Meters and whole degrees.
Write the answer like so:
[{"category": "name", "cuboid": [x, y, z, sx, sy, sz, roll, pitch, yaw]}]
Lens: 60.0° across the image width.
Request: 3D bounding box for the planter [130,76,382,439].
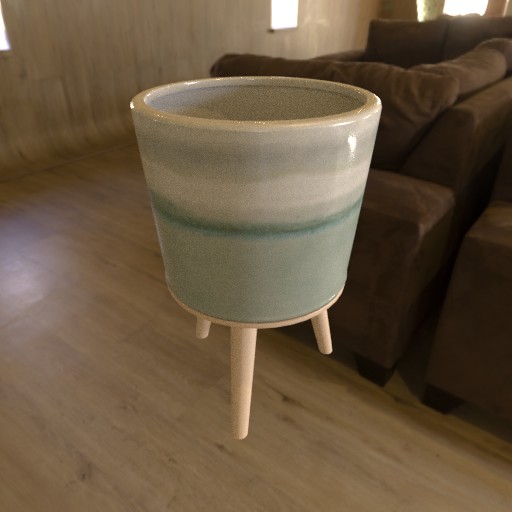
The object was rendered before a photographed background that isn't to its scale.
[{"category": "planter", "cuboid": [0.000, 0.000, 0.580, 0.265, 0.404, 0.265, -21, 36, -31]}]
